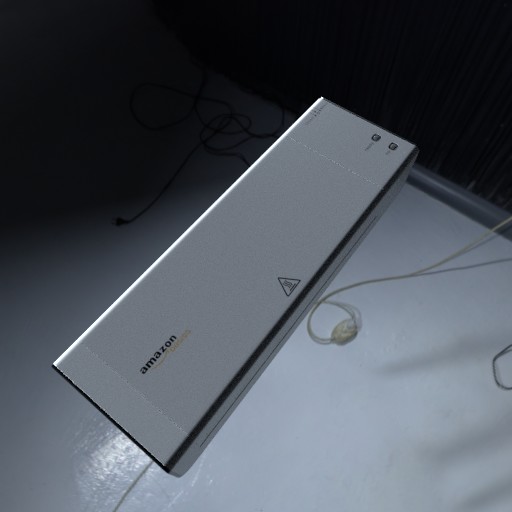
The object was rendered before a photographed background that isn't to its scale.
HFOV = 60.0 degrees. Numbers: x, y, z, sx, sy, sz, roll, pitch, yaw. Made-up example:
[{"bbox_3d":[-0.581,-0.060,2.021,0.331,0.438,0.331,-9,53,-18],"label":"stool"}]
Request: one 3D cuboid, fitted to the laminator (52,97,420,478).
[{"bbox_3d":[0.000,0.000,0.385,0.123,0.062,0.340,34,66,18],"label":"laminator"}]
